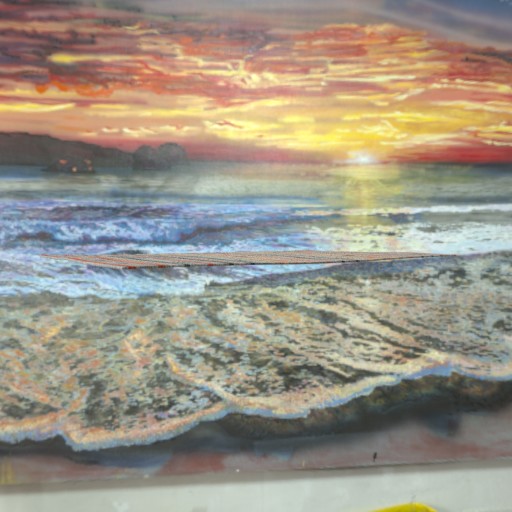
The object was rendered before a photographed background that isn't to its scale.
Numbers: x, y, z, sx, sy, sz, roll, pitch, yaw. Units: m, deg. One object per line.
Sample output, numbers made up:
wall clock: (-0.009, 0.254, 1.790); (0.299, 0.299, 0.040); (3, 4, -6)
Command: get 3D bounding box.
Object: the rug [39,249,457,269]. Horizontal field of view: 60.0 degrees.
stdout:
rug: (0.000, 0.000, 3.032); (2.439, 0.029, 1.537); (-2, 3, -37)
